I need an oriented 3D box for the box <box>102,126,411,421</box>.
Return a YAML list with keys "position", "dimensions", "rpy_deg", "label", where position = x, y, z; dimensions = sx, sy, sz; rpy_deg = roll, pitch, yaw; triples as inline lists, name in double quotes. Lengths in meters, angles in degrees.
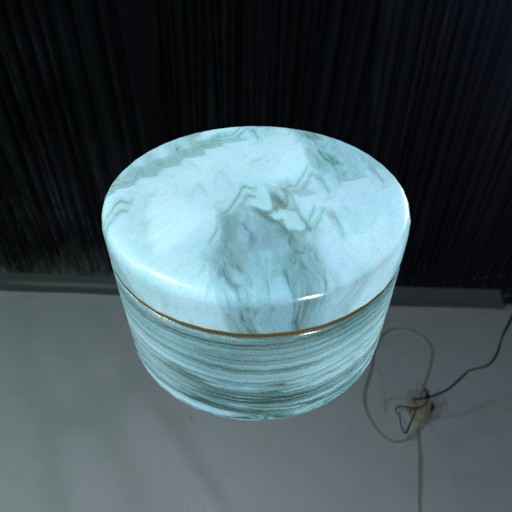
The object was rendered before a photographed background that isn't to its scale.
- position: [0.000, 0.000, 0.167]
  dimensions: [0.101, 0.063, 0.101]
  rpy_deg: [0, 41, 0]
  label: "box"
